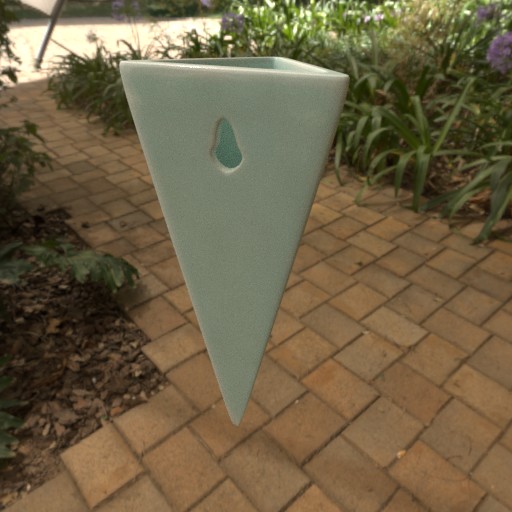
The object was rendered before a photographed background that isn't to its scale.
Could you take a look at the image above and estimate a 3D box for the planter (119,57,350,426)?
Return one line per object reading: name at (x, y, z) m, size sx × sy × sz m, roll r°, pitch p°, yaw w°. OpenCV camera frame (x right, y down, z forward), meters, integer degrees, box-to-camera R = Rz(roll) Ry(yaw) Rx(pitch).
planter at (0.000, 0.000, 0.213) m, size 0.080 × 0.178 × 0.064 m, roll 11°, pitch 34°, yaw 17°
